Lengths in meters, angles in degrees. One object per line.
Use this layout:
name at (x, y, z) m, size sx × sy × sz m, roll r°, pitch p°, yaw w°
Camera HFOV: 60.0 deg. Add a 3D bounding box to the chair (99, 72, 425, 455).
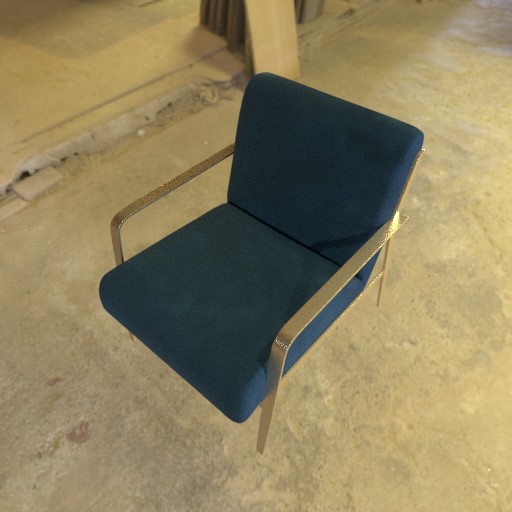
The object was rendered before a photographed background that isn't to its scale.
chair at (0.000, 0.000, 1.464) m, size 0.692 × 0.831 × 0.859 m, roll 32°, pitch 54°, yaw 27°
